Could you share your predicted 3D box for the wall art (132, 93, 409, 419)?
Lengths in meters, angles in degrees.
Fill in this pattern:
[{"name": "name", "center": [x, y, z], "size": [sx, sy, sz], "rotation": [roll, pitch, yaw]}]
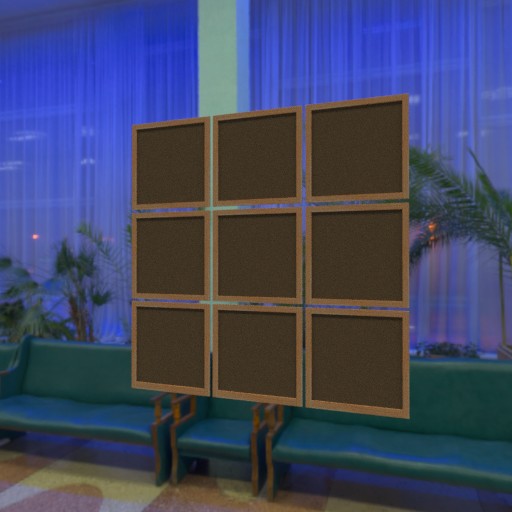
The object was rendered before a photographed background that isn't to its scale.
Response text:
[{"name": "wall art", "center": [0.000, 0.000, 2.327], "size": [1.520, 1.525, 0.013], "rotation": [0, 0, 19]}]
